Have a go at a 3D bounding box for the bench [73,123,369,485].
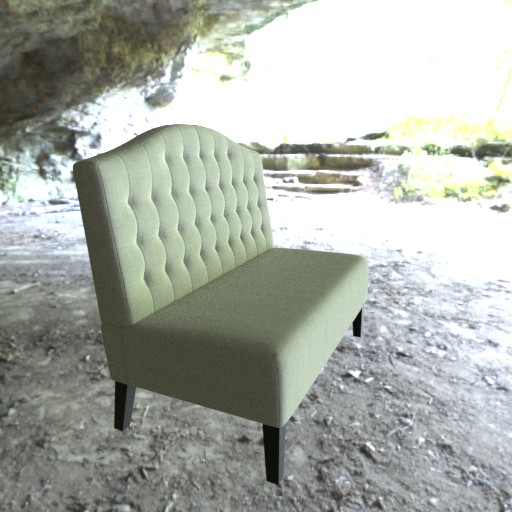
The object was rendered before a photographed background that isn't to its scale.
[{"bbox_3d":[0.000,0.000,2.046,0.815,1.180,1.335,7,16,24],"label":"bench"}]
